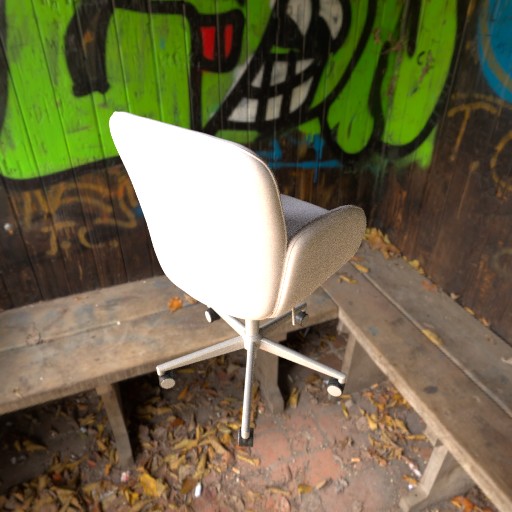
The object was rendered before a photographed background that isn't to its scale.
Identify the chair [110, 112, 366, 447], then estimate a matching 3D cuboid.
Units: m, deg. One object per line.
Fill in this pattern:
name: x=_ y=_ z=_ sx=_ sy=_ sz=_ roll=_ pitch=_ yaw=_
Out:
chair: x=0.000 y=0.000 z=1.372 sx=0.648 sy=0.959 sz=0.633 roll=24 pitch=41 yaw=32
